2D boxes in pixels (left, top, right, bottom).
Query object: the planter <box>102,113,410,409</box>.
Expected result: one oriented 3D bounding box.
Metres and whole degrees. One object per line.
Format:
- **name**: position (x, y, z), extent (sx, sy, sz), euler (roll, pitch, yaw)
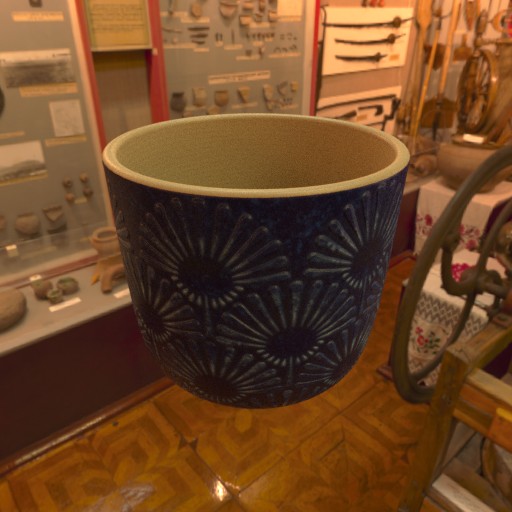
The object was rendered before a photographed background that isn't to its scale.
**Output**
- **planter**: position (0.000, 0.000, 0.211), extent (0.124, 0.109, 0.124), euler (0, 28, 0)
